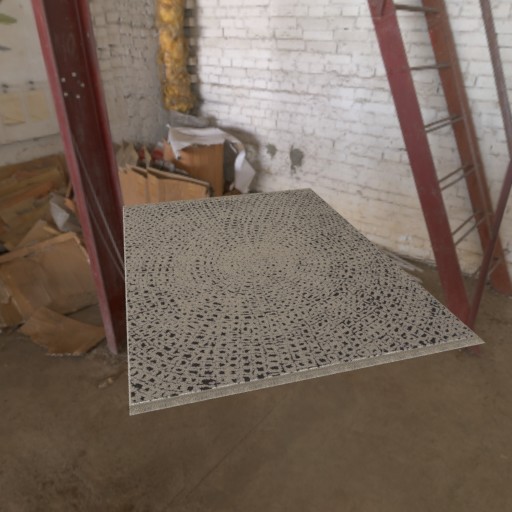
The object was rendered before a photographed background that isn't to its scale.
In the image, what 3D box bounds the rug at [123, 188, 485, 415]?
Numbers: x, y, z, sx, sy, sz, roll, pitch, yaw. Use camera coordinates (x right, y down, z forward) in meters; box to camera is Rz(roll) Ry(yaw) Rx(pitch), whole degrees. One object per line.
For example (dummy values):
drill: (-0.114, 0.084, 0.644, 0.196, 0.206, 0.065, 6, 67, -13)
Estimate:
rug: (0.000, 0.000, 2.083, 1.190, 0.003, 1.634, -7, 29, -14)
